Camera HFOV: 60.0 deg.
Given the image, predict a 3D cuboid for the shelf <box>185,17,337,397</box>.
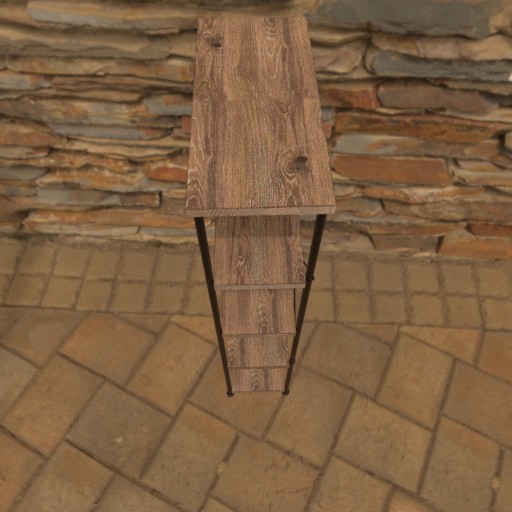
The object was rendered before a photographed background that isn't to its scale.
[{"bbox_3d":[0.000,0.000,1.978,0.360,1.700,0.800,-1,58,-1],"label":"shelf"}]
